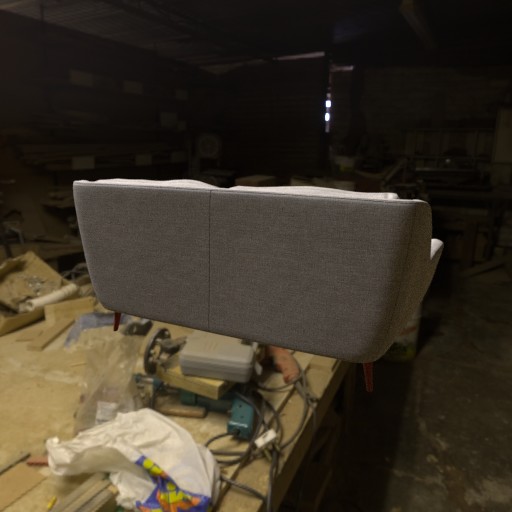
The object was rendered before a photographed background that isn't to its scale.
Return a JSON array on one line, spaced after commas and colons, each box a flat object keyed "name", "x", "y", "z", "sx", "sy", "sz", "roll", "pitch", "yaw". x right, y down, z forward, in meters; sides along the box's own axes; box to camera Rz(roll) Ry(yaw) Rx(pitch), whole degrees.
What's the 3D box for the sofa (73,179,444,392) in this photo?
[{"name": "sofa", "x": 0.000, "y": 0.000, "z": 2.534, "sx": 1.930, "sy": 0.897, "sz": 0.976, "roll": 7, "pitch": 17, "yaw": 25}]
